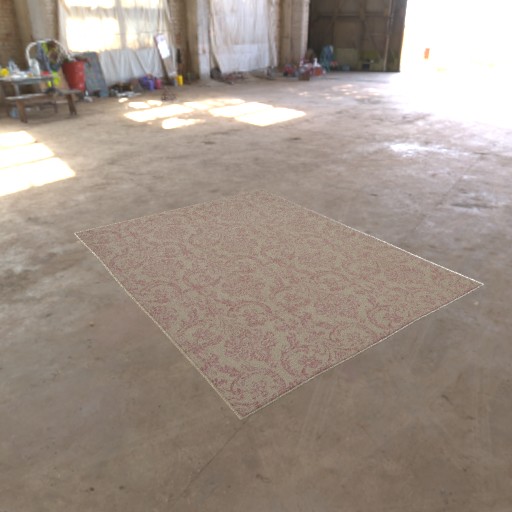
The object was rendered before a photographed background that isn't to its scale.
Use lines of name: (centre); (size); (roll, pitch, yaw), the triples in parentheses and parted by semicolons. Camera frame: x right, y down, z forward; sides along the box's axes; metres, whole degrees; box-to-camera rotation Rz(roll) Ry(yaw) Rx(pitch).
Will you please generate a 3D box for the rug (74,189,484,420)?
rug: (0.000, 0.000, 4.005); (2.363, 0.012, 2.980); (-18, 32, -32)
